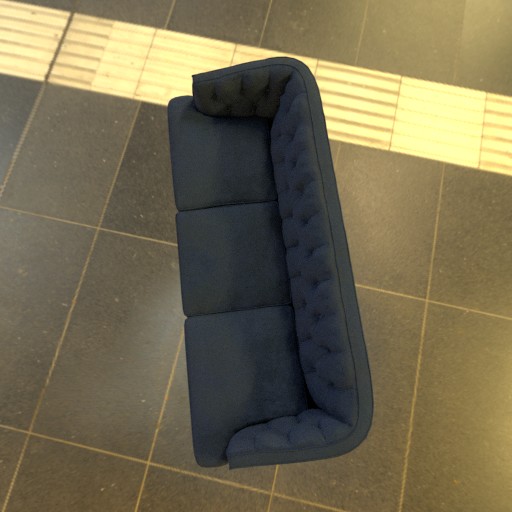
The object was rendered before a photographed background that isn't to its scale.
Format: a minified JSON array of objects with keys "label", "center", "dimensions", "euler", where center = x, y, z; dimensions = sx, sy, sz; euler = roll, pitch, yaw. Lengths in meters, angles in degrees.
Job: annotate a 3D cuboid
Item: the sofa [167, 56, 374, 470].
[{"label":"sofa","center":[0.000,0.000,2.687],"dimensions":[0.941,0.855,2.278],"euler":[-7,75,-2]}]
